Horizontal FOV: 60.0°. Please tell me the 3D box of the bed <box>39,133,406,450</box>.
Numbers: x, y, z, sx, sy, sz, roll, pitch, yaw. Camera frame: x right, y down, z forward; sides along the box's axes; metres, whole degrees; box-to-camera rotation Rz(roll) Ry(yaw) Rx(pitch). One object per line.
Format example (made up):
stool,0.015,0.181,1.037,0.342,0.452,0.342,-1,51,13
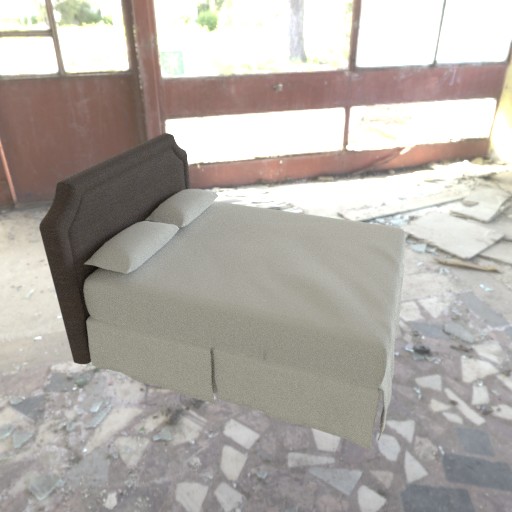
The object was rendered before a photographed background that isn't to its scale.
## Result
bed,0.000,0.000,3.169,2.116,1.290,1.693,10,31,17
